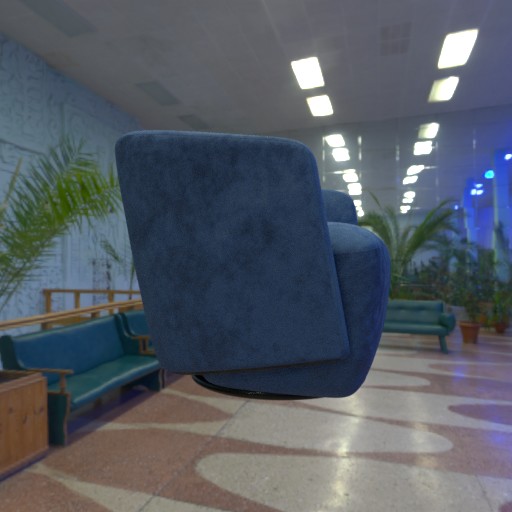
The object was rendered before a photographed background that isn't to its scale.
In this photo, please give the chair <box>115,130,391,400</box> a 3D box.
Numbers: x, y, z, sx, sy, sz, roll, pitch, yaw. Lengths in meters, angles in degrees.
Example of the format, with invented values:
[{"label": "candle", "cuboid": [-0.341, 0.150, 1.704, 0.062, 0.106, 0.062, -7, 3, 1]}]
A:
[{"label": "chair", "cuboid": [0.000, 0.000, 1.329, 0.767, 0.698, 0.773, 0, -1, 19]}]
